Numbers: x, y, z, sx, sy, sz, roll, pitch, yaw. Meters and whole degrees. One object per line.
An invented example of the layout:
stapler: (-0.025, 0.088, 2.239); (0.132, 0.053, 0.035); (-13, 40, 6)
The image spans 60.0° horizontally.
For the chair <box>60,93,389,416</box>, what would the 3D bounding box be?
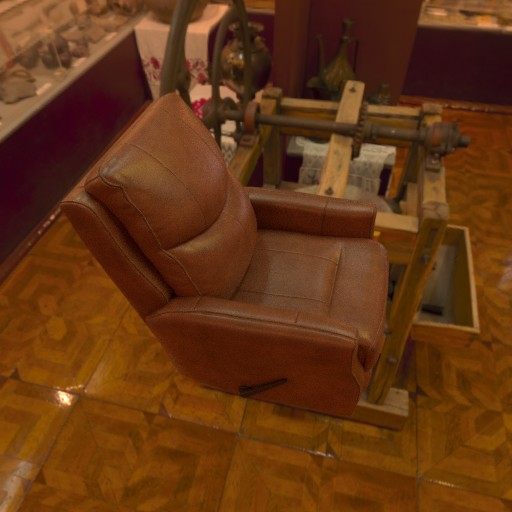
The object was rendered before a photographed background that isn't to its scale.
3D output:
chair: (0.000, 0.000, 1.749); (1.072, 1.016, 0.821); (11, 47, 11)
